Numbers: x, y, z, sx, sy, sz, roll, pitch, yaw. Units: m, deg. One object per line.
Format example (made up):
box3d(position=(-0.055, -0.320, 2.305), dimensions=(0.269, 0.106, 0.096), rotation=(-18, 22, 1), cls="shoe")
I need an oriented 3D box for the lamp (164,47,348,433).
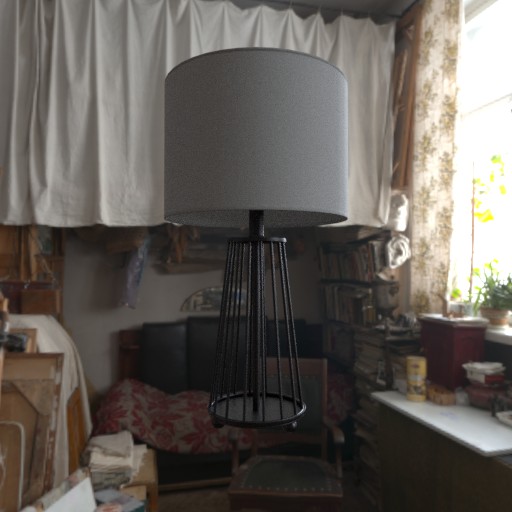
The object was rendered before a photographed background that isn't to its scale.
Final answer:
box3d(position=(0.000, 0.000, 0.789), dimensions=(0.322, 0.593, 0.322), rotation=(-1, -1, 36), cls="lamp")
